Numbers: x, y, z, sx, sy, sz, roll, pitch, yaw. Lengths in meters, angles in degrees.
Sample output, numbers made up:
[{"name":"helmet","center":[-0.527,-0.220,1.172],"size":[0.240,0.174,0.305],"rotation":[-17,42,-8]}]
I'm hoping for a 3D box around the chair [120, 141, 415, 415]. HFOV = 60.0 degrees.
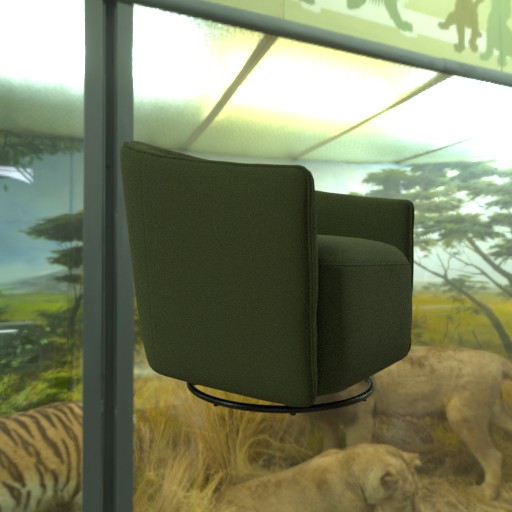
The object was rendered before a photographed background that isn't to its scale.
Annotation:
[{"name":"chair","center":[0.000,0.000,1.444],"size":[0.875,0.799,0.747],"rotation":[0,-1,37]}]
